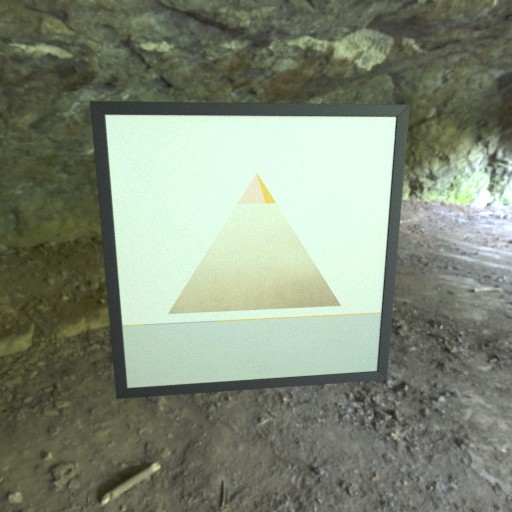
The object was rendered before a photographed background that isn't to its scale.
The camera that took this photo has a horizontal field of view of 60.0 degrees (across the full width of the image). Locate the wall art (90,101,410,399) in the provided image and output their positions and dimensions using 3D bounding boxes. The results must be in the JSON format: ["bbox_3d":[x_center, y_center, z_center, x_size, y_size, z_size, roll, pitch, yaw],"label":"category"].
[{"bbox_3d":[0.000,0.000,0.783,0.513,0.511,0.028,-2,15,-7],"label":"wall art"}]
